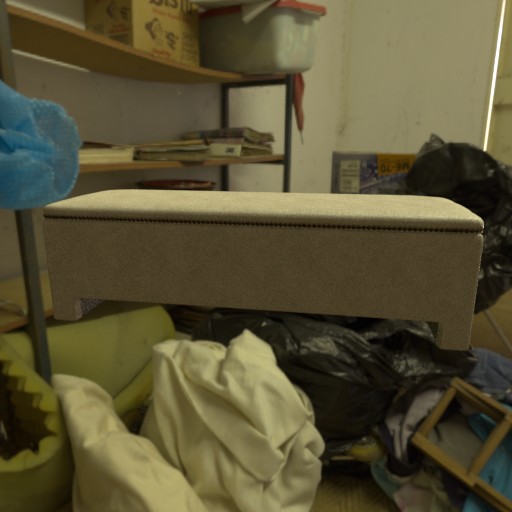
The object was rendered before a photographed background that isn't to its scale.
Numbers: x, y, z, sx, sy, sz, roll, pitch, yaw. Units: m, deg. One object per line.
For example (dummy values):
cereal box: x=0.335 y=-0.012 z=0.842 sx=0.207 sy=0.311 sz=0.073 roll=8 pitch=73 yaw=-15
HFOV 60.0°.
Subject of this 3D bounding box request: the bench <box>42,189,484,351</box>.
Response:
bench: x=0.000 y=0.000 z=1.703 sx=1.482 sy=0.447 sz=0.470 roll=3 pitch=15 yaw=10
